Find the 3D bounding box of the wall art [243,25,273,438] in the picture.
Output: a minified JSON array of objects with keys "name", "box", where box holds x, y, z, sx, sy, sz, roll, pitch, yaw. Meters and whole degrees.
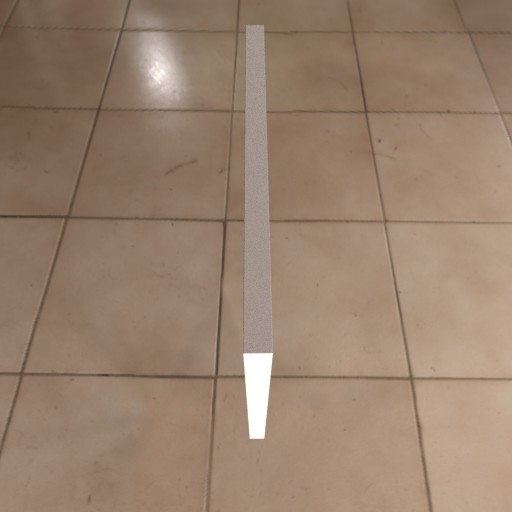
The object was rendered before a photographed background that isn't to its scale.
[{"name":"wall art","box":[0.000,0.000,1.141,0.041,0.765,0.768,0,59,0]}]
